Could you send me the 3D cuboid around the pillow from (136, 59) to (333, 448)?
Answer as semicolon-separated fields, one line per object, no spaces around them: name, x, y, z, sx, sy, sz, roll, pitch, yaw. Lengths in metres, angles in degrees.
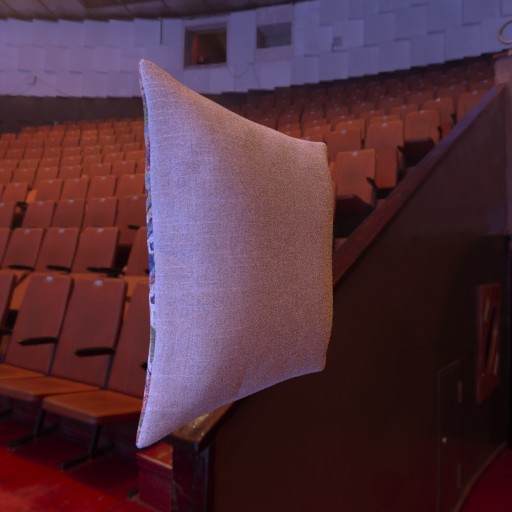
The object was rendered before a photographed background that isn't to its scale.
pillow;0.000;0.000;0.783;0.166;0.506;0.523;0;-1;36
